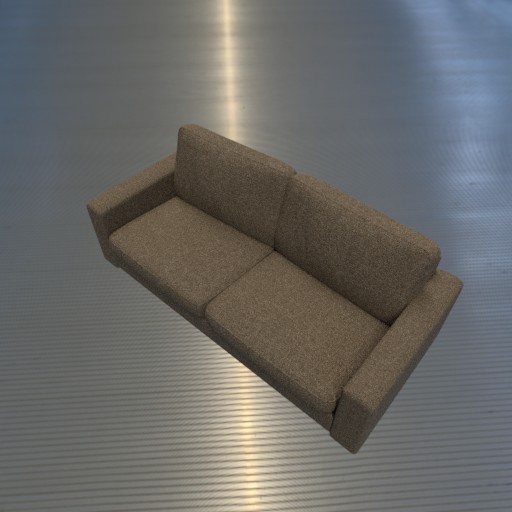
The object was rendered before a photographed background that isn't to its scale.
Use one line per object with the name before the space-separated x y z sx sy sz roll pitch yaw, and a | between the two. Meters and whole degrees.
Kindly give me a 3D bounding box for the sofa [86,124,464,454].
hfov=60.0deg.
sofa | 0.000 0.000 2.759 2.179 0.873 1.016 32 54 27
